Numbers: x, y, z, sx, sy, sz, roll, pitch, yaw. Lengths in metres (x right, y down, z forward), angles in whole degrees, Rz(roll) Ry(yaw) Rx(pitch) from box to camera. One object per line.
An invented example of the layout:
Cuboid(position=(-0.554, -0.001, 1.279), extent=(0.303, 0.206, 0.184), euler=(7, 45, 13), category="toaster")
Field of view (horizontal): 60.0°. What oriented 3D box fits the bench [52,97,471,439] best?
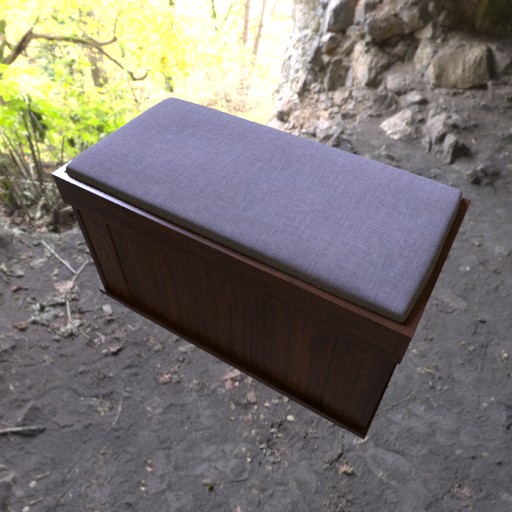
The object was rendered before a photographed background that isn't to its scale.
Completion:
Cuboid(position=(0.000, 0.000, 1.005), extent=(0.734, 0.461, 0.362), euler=(24, 52, 21), category="bench")
